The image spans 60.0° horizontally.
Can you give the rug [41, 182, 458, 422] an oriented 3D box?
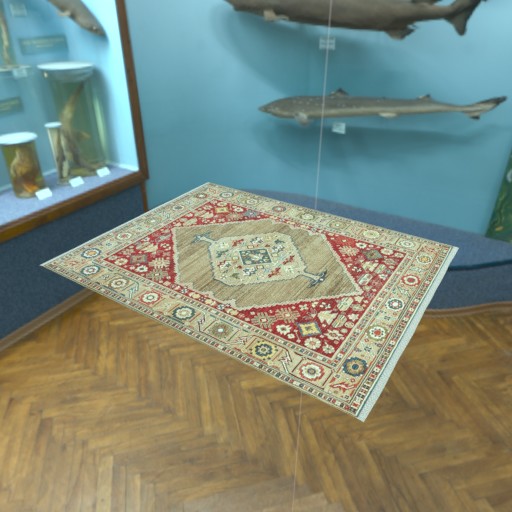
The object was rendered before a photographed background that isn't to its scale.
[{"bbox_3d":[0.000,0.000,4.197,3.143,0.008,2.451,19,36,28],"label":"rug"}]
